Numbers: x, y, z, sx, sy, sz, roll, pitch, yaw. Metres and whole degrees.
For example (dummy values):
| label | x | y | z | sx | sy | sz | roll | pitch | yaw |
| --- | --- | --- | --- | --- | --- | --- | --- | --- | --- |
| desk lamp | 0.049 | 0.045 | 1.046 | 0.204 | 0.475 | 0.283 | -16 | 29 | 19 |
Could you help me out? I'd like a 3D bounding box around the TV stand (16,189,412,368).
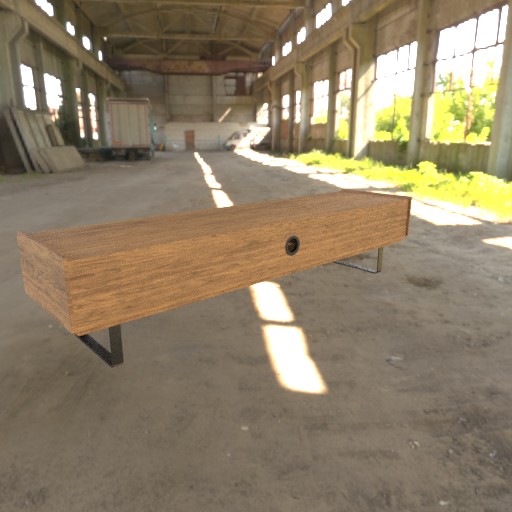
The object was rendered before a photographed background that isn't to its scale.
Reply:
| label | x | y | z | sx | sy | sz | roll | pitch | yaw |
| --- | --- | --- | --- | --- | --- | --- | --- | --- | --- |
| TV stand | 0.000 | 0.000 | 1.988 | 1.796 | 0.415 | 0.467 | -13 | 20 | -40 |
